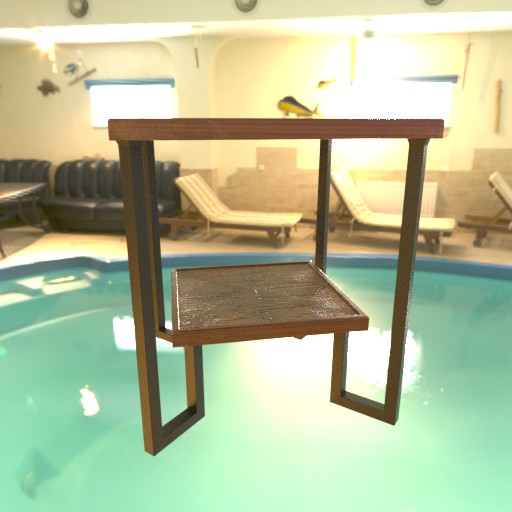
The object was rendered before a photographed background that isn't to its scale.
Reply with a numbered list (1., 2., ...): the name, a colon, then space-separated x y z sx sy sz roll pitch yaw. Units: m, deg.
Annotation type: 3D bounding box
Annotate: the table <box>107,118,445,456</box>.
1. table: 0.000 0.000 0.958 0.503 0.563 0.503 -3 17 -10
